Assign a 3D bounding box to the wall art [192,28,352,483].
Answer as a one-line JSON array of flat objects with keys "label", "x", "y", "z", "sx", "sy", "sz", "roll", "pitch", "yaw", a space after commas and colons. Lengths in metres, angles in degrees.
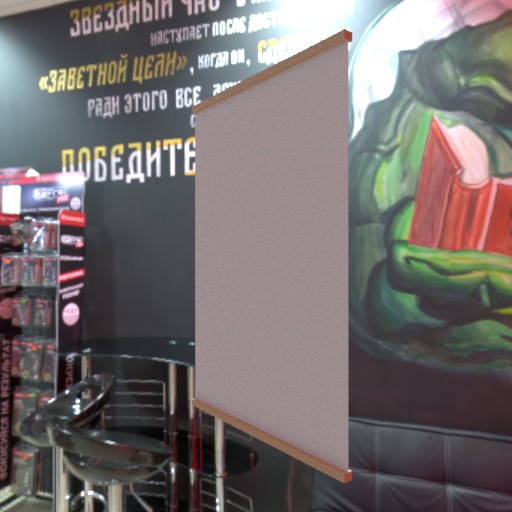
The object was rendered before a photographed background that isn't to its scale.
[{"label": "wall art", "x": 0.000, "y": 0.000, "z": 1.872, "sx": 0.040, "sy": 1.510, "sz": 0.991, "roll": 0, "pitch": 0, "yaw": -39}]
